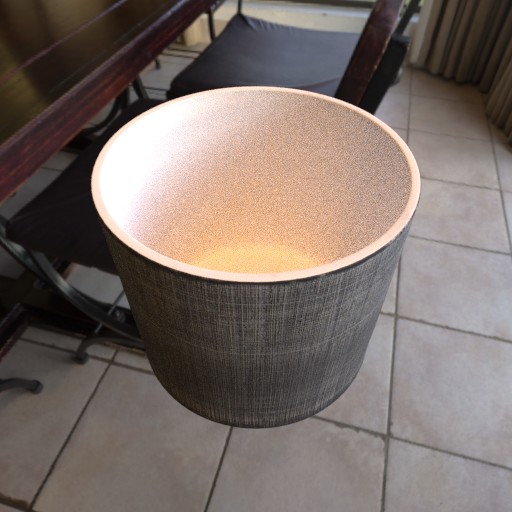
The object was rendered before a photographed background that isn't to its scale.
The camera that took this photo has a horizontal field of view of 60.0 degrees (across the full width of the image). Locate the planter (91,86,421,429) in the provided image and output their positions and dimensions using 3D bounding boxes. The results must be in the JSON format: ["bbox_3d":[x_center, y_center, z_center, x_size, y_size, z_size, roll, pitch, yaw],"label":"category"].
[{"bbox_3d":[0.000,0.000,0.431,0.254,0.221,0.254,0,46,0],"label":"planter"}]
